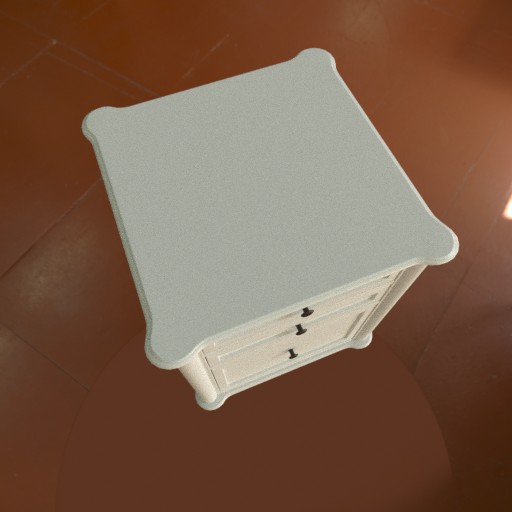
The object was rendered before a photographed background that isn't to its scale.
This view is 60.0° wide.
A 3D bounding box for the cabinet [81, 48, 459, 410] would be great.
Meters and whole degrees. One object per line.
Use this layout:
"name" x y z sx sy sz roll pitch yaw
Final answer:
"cabinet" 0.000 0.000 1.259 0.628 0.761 0.627 -20 66 -9
